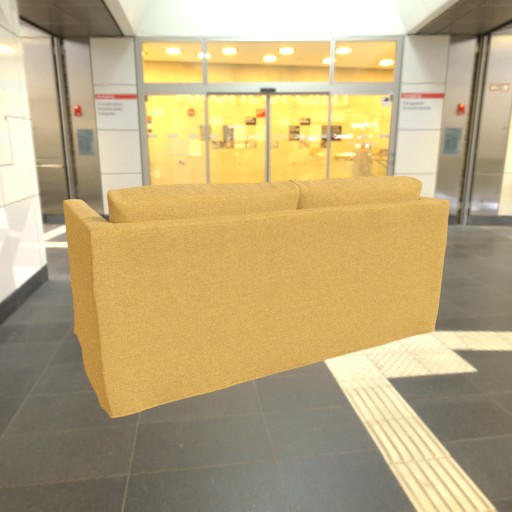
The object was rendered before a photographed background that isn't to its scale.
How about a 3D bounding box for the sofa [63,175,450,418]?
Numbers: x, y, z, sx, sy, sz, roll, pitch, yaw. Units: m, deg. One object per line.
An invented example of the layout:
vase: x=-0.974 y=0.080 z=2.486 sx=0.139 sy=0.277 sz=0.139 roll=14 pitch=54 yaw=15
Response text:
sofa: x=0.000 y=0.000 z=2.306 sx=1.766 sy=0.828 sz=0.956 roll=-7 pitch=16 yaw=-27
